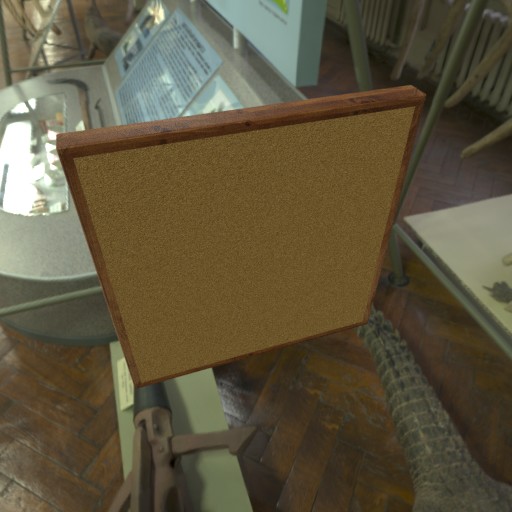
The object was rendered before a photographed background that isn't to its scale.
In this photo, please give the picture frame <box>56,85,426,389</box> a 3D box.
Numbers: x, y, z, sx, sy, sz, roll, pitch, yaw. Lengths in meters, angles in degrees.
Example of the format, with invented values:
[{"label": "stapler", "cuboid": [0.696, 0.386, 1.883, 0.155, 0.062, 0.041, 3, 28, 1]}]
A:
[{"label": "picture frame", "cuboid": [0.000, 0.000, 0.529, 0.352, 0.356, 0.028, -13, 43, -14]}]
